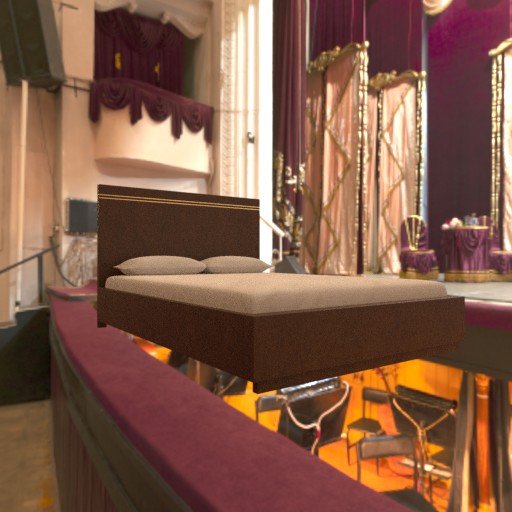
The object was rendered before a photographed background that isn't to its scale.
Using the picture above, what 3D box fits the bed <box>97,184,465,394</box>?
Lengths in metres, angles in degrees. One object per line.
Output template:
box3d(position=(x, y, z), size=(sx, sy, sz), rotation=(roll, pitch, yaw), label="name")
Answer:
box3d(position=(0.000, 0.000, 3.197), size=(1.613, 1.169, 2.221), rotation=(0, 0, -36), label="bed")
